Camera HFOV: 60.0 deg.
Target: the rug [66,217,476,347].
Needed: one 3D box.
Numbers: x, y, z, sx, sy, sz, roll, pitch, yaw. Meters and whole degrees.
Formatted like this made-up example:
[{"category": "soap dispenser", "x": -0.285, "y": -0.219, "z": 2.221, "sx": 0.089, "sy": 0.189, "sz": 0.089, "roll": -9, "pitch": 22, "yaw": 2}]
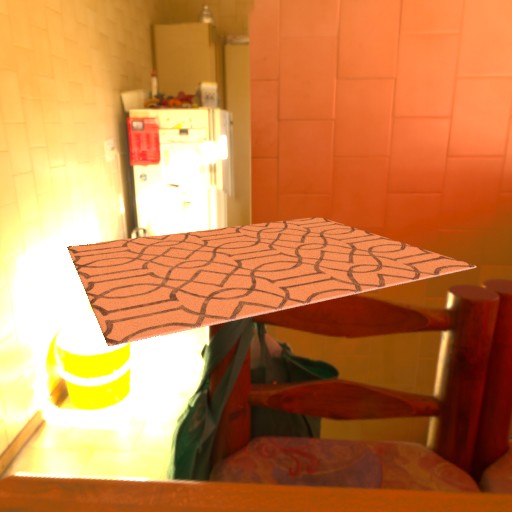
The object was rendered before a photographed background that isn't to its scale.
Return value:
[{"category": "rug", "x": 0.000, "y": 0.000, "z": 3.902, "sx": 2.910, "sy": 0.021, "sz": 2.211, "roll": -9, "pitch": 19, "yaw": -26}]
